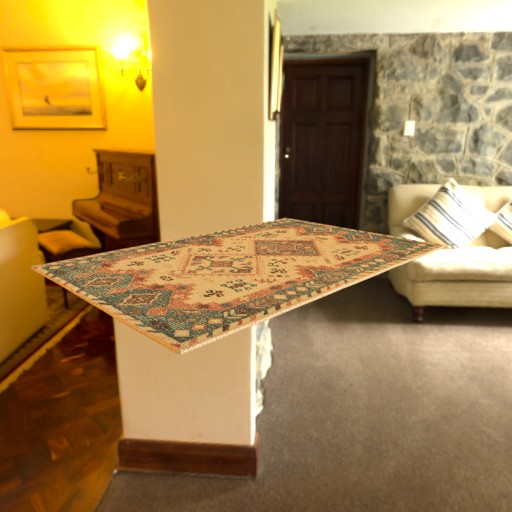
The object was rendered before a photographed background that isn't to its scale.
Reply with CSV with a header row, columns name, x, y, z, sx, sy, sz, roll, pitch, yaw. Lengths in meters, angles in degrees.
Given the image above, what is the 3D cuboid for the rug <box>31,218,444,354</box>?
name,x,y,z,sx,sy,sz,roll,pitch,yaw
rug,0.000,0.000,2.323,1.840,0.015,1.225,-15,21,-43
